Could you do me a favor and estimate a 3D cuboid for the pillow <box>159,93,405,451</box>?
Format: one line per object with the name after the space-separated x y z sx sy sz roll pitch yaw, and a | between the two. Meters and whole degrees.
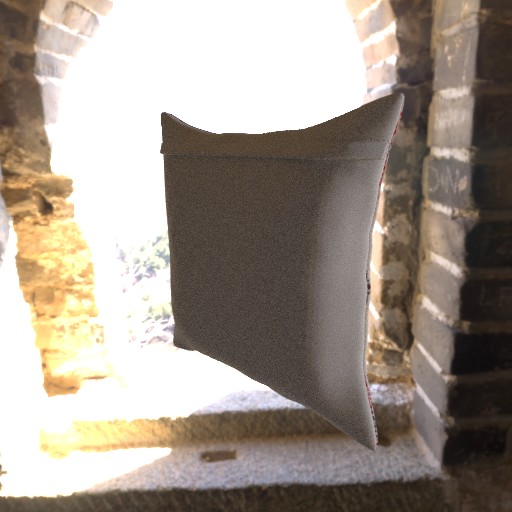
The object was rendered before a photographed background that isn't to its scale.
0.000 0.000 0.698 0.463 0.454 0.160 14 20 43 | pillow
